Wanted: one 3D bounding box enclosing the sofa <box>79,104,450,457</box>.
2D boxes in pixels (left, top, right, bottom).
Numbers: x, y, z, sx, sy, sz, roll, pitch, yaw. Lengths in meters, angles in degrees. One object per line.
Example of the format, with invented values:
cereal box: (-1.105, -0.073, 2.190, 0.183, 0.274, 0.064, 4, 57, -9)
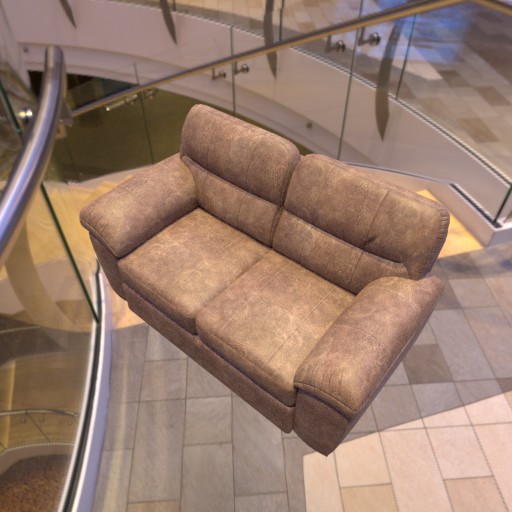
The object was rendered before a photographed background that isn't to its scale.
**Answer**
sofa: (0.000, 0.000, 2.341, 1.753, 0.991, 0.991, 31, 52, 27)
